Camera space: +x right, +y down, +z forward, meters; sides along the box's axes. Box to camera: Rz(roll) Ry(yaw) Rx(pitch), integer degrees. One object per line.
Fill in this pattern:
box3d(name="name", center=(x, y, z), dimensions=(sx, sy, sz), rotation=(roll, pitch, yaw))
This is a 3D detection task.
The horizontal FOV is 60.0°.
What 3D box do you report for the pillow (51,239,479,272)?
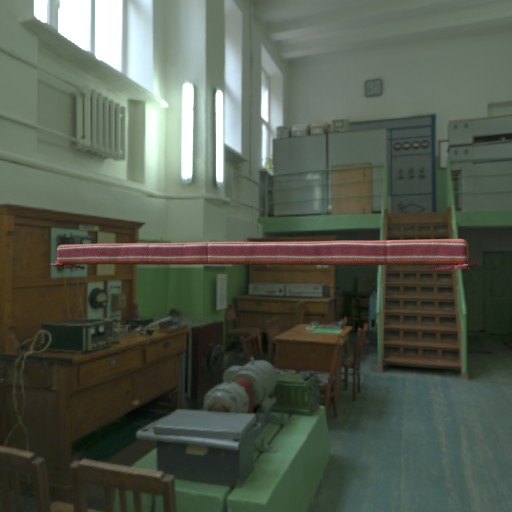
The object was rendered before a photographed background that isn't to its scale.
box3d(name="pillow", center=(0.000, 0.000, 1.368), dimensions=(1.187, 0.081, 0.492), rotation=(0, -1, 17))
